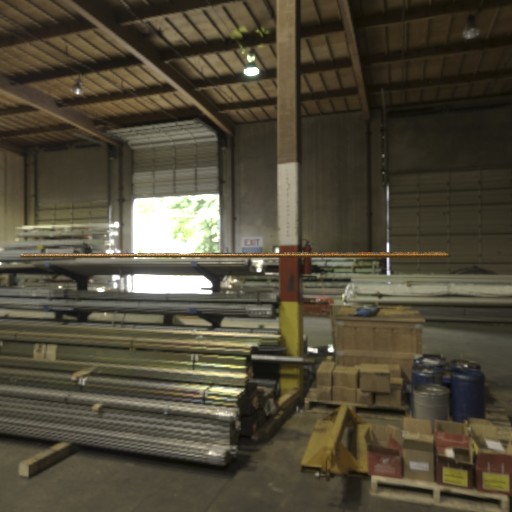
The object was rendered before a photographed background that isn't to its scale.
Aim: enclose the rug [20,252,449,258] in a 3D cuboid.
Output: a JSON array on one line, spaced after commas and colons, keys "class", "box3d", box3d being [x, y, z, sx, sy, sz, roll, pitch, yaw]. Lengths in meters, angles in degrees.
[{"class": "rug", "box3d": [0.000, 0.000, 4.104, 3.040, 0.031, 2.435, 0, 0, 17]}]
